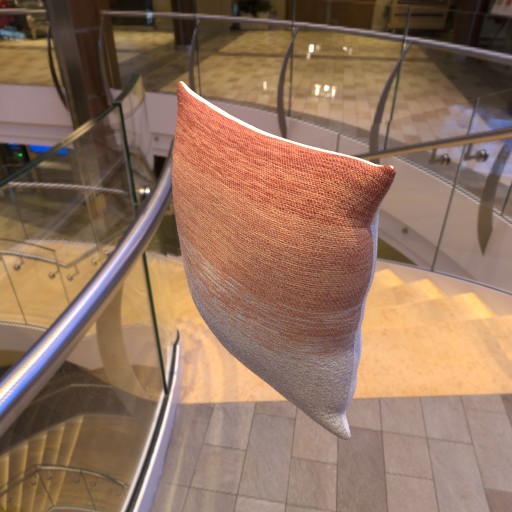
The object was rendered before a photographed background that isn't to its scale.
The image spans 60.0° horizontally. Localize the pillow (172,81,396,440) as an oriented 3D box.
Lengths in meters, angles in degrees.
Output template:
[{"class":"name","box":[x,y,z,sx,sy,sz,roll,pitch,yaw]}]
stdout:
[{"class":"pillow","box":[0.000,0.000,0.679,0.182,0.441,0.440,-22,39,-30]}]
